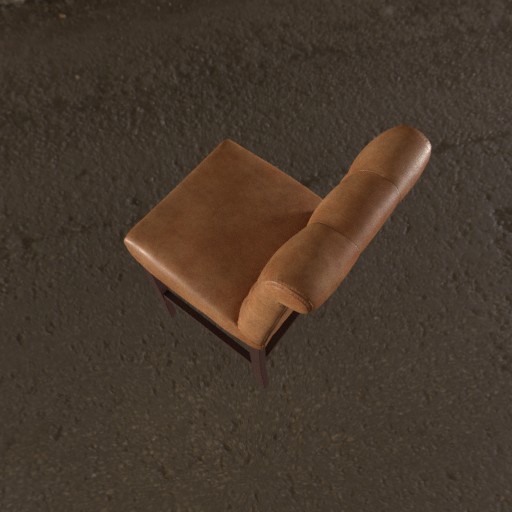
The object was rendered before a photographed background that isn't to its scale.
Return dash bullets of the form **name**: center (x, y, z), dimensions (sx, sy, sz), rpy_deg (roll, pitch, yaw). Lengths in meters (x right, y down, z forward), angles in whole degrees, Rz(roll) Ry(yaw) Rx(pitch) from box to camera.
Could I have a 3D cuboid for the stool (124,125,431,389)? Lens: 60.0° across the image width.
- **stool**: center (0.000, 0.000, 1.355), dimensions (0.601, 1.047, 0.493), rpy_deg (35, 68, 16)
